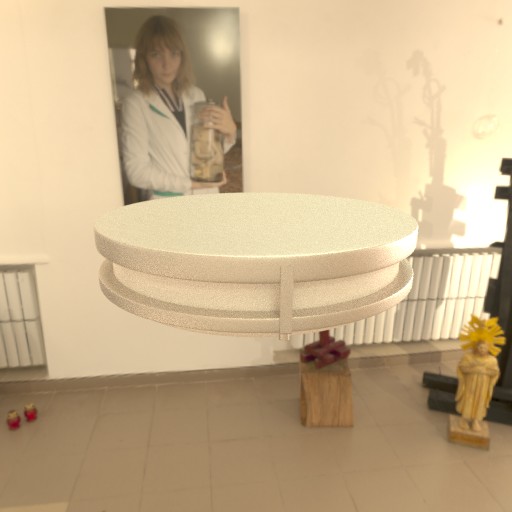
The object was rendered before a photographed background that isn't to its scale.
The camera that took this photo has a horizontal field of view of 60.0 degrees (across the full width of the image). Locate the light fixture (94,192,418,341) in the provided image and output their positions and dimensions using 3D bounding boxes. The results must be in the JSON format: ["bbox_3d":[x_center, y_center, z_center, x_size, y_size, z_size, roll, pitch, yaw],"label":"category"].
[{"bbox_3d":[0.000,0.000,0.526,0.356,0.102,0.356,0,16,0],"label":"light fixture"}]
